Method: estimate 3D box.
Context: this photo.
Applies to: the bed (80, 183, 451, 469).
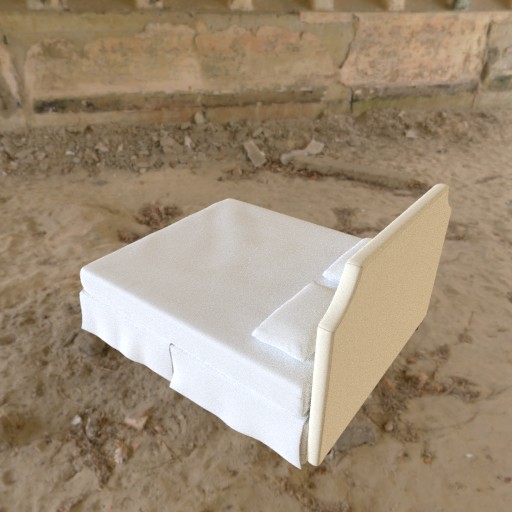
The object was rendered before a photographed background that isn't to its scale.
[{"bbox_3d":[0.000,0.000,4.211,2.773,1.590,2.350,21,36,32],"label":"bed"}]
